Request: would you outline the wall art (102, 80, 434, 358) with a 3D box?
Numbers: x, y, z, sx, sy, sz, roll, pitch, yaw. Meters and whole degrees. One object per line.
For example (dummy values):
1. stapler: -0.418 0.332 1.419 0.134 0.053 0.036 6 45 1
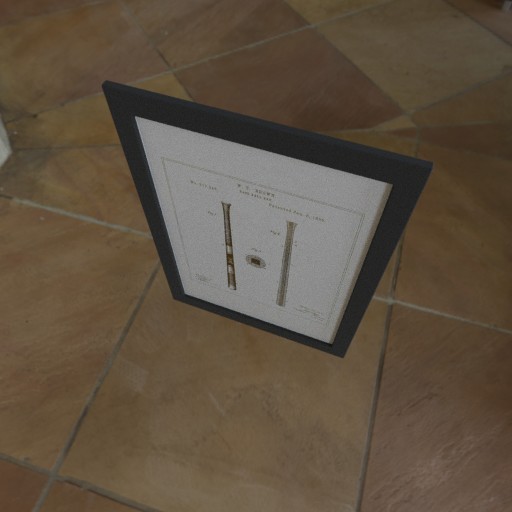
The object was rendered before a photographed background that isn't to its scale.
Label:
1. wall art: 0.000 0.000 0.694 0.374 0.529 0.012 17 59 11
